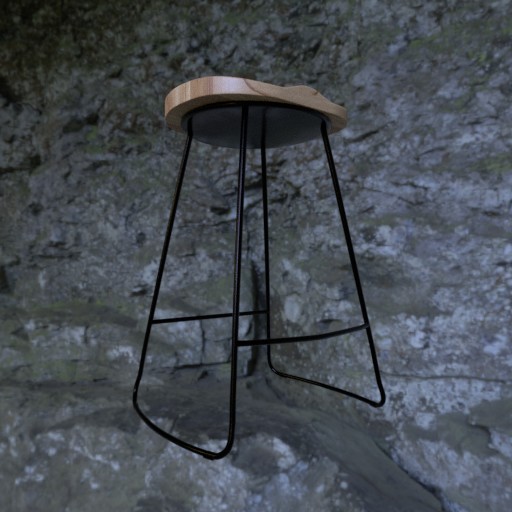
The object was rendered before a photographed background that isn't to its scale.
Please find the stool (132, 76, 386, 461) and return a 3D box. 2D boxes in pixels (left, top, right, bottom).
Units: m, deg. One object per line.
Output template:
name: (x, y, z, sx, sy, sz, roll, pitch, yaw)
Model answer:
stool: (0.000, 0.000, 0.990, 0.480, 0.679, 0.401, 0, -1, -37)
